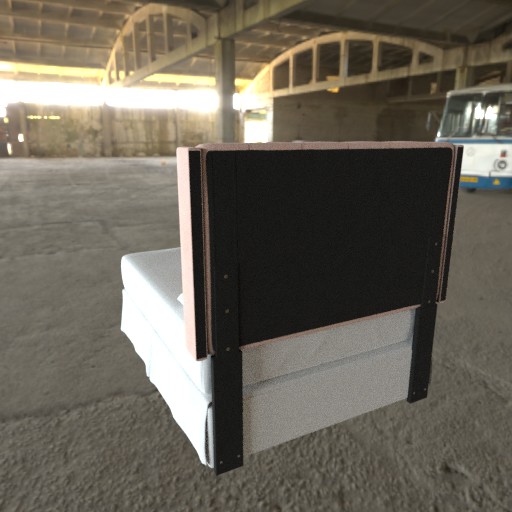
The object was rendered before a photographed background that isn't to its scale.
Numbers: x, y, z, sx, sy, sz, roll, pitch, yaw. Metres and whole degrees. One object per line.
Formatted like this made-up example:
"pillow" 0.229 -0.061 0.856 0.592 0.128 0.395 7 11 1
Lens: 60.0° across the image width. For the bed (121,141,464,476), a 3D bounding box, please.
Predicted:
"bed" 0.000 0.000 3.301 1.719 1.665 2.066 -8 17 -27
